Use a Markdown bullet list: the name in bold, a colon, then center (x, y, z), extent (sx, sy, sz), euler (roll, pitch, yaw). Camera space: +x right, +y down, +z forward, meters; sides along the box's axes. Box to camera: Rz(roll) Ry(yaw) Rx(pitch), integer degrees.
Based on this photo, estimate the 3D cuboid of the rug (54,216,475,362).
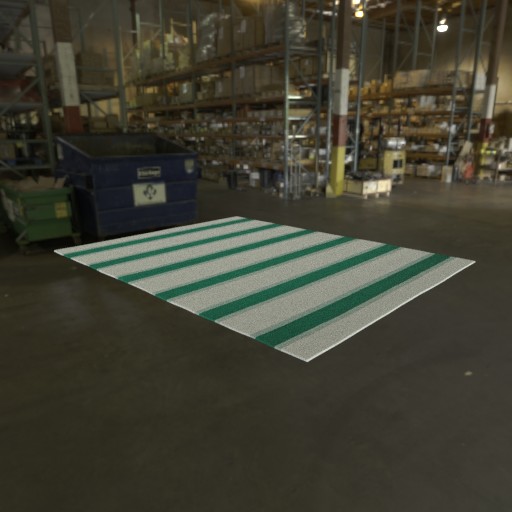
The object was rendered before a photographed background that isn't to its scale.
- **rug**: center (0.000, 0.000, 4.075), extent (3.041, 0.019, 2.434), euler (15, 22, 42)
